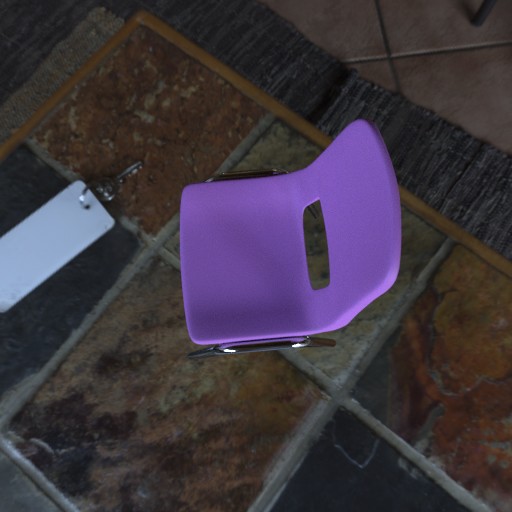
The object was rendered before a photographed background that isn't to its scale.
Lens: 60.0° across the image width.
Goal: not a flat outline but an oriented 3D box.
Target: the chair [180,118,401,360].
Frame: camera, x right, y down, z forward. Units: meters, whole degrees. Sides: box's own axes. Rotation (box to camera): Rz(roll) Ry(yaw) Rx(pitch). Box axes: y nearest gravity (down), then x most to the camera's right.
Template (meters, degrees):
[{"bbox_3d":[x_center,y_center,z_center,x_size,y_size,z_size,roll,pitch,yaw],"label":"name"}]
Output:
[{"bbox_3d":[0.000,0.000,0.692,0.301,0.493,0.291,-5,77,-1],"label":"chair"}]
